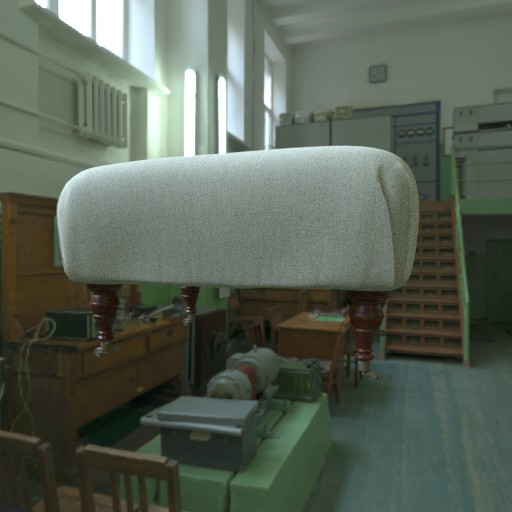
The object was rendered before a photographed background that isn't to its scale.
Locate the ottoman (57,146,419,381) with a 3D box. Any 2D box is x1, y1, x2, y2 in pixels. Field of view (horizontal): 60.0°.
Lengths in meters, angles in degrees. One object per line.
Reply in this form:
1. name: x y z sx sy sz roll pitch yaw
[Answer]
1. ottoman: 0.000 0.000 1.102 0.747 0.450 0.622 0 1 18
